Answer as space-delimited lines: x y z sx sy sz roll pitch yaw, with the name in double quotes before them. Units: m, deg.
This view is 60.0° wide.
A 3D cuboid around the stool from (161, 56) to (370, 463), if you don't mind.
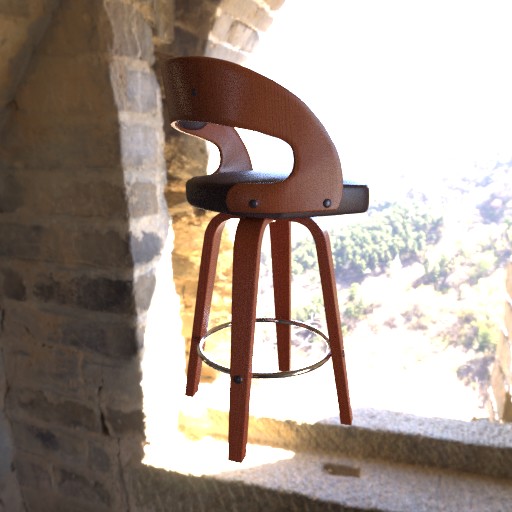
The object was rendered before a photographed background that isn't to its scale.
"stool" 0.000 0.000 1.188 0.457 0.940 0.457 -7 15 -26
